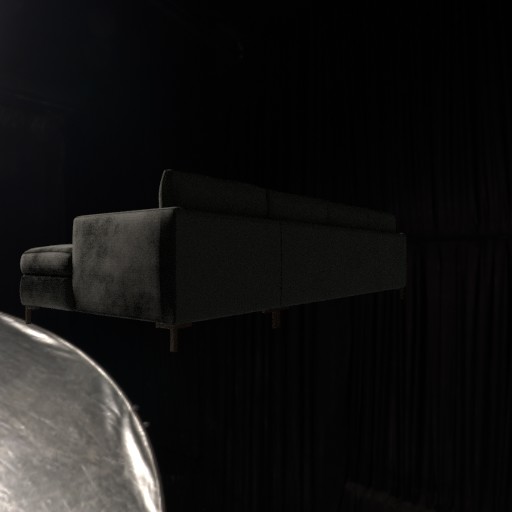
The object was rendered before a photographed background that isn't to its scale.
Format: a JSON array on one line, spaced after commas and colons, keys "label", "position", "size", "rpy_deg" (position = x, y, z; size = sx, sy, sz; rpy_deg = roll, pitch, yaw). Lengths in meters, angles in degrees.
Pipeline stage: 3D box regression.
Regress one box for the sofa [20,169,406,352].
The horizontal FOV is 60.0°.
[{"label": "sofa", "position": [0.000, 0.000, 3.159], "size": [1.255, 0.756, 2.725], "rpy_deg": [0, 0, 37]}]
